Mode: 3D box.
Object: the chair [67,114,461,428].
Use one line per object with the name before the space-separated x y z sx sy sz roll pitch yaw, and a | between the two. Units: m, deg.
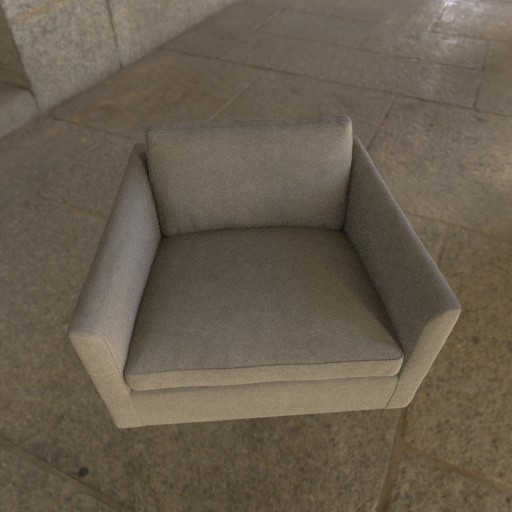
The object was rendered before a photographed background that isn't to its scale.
chair | 0.000 0.000 1.851 1.190 0.845 1.091 -3 45 -3
